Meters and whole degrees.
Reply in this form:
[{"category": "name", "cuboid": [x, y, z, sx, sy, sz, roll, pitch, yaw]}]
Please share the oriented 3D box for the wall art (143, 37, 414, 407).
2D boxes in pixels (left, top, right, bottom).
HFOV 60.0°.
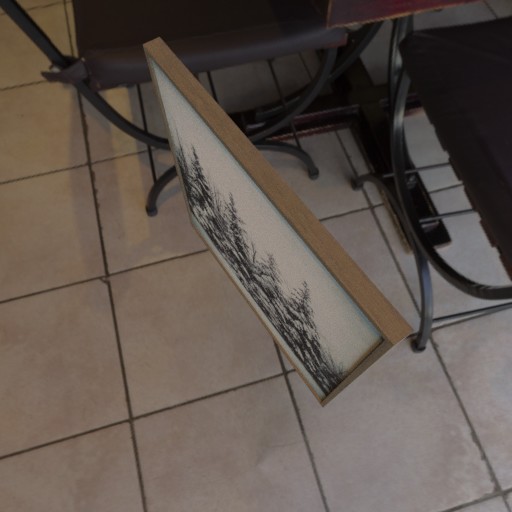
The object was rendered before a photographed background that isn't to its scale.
[{"category": "wall art", "cuboid": [0.000, 0.000, 1.121, 0.039, 0.758, 0.758, -32, 69, -14]}]
